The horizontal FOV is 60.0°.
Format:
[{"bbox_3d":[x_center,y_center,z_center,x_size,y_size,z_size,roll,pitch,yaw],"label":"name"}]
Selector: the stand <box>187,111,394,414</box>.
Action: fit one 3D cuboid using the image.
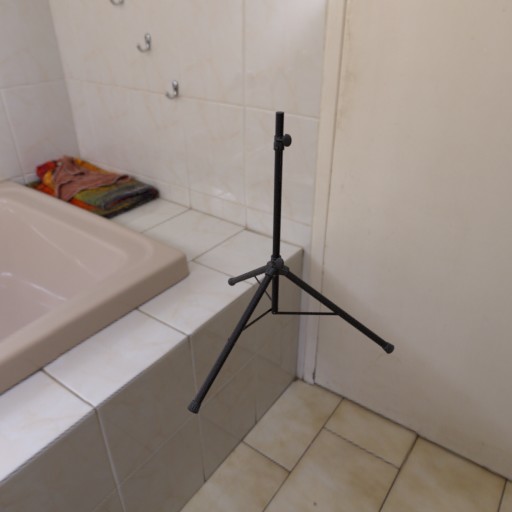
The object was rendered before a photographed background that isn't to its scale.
[{"bbox_3d":[0.000,0.000,1.884,1.045,1.136,0.907,22,37,32],"label":"stand"}]
